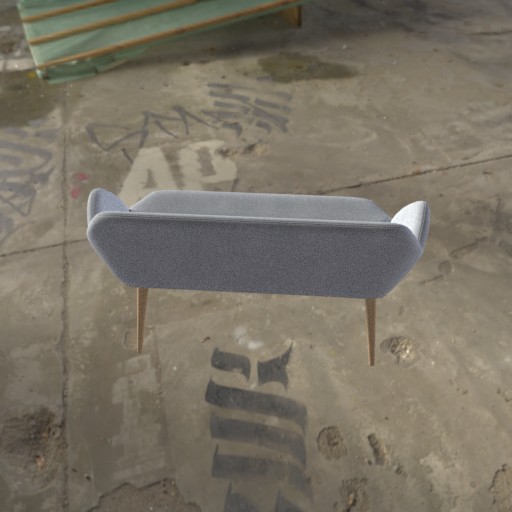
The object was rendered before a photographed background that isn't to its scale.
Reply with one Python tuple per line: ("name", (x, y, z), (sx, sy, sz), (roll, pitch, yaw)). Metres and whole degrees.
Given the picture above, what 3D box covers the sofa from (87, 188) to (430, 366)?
("sofa", (0.000, 0.000, 1.610), (1.150, 0.840, 0.610), (3, 46, 2))
